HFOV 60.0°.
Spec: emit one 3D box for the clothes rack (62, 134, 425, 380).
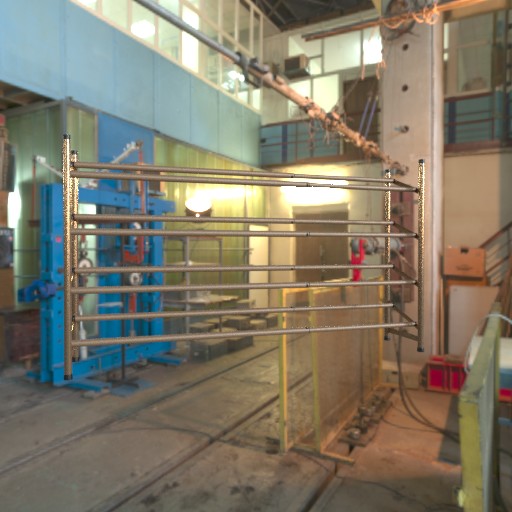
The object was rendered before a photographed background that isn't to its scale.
[{"bbox_3d":[0.000,0.000,1.482,1.168,0.672,0.229,0,1,-17],"label":"clothes rack"}]
